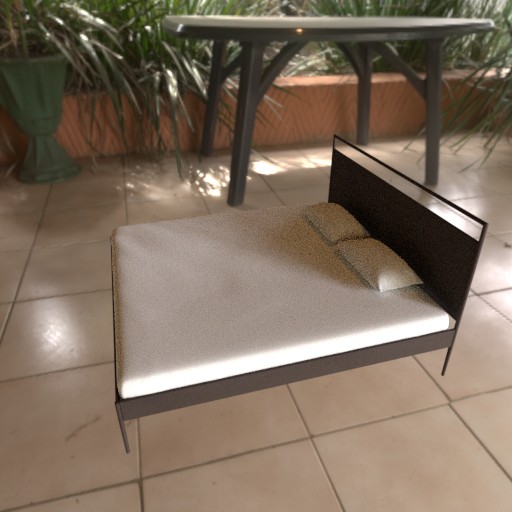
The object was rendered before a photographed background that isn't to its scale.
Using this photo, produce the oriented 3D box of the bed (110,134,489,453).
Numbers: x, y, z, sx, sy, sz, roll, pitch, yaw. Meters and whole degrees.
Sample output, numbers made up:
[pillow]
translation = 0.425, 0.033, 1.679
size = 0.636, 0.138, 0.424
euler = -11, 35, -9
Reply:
[bed]
translation = 0.000, 0.000, 3.343
size = 2.151, 1.173, 1.993
euler = -8, 31, -14
